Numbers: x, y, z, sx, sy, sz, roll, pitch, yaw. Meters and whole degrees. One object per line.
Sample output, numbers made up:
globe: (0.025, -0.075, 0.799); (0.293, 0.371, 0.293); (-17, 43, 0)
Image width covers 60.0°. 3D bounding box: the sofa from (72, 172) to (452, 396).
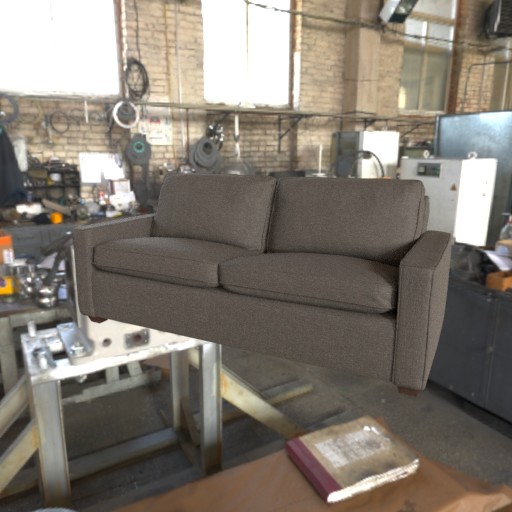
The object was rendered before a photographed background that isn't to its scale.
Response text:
sofa: (0.000, 0.000, 2.619); (2.080, 0.919, 0.940); (7, 15, 26)
